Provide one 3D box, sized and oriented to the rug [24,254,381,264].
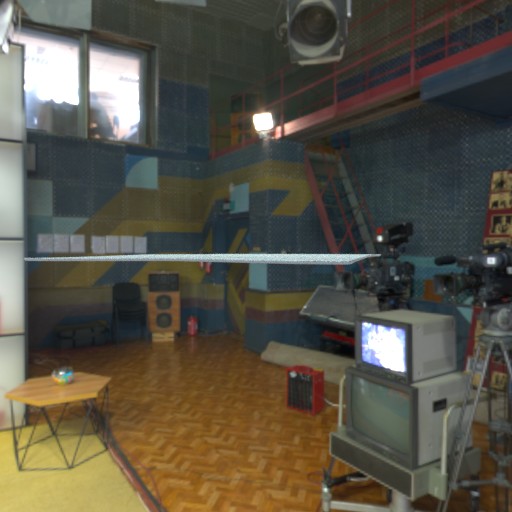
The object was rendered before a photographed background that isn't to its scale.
[{"bbox_3d":[0.000,0.000,2.311,1.174,0.022,1.853,0,1,19],"label":"rug"}]
